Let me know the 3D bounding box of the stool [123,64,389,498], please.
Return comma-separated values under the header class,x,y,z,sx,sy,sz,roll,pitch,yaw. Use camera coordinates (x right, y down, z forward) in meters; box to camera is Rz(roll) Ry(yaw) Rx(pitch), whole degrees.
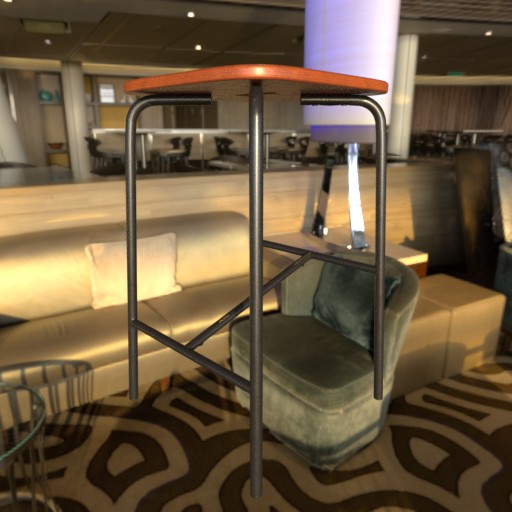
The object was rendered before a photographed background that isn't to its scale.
class,x,y,z,sx,sy,sz,roll,pitch,yaw
stool,0.000,0.000,0.835,0.376,0.610,0.376,15,22,43
